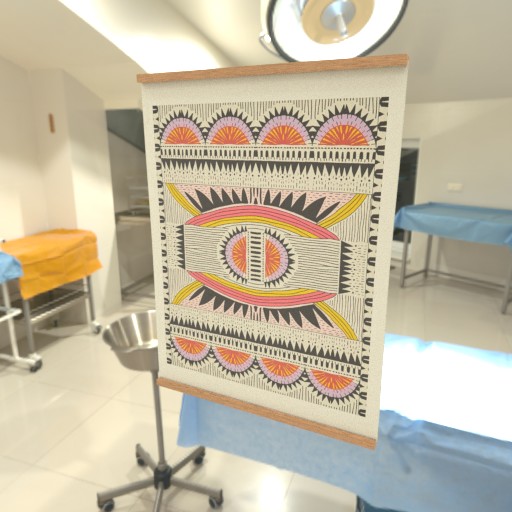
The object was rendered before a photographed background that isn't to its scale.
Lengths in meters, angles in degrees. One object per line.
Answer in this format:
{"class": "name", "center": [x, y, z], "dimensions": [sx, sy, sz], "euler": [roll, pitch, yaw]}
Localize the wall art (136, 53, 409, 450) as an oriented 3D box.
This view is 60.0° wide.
{"class": "wall art", "center": [0.000, 0.000, 0.768], "dimensions": [0.456, 0.609, 0.028], "euler": [7, 17, 25]}
